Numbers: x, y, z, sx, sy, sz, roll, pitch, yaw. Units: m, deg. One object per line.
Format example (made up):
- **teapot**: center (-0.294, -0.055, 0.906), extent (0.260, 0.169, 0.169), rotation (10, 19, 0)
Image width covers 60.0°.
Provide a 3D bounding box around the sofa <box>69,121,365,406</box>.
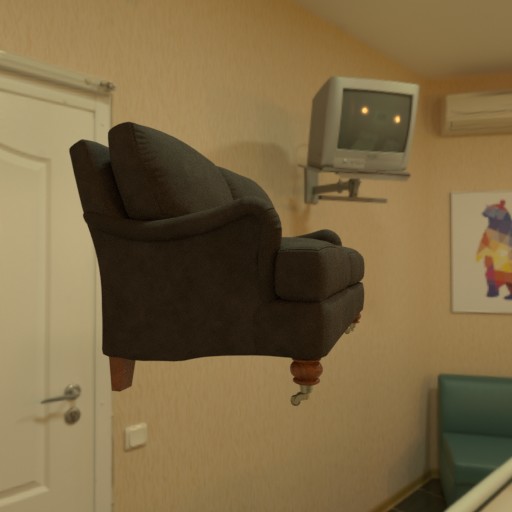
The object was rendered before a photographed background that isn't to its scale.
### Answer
- **sofa**: center (0.000, 0.000, 2.506), extent (1.084, 1.101, 1.853), rotation (0, -1, 18)
